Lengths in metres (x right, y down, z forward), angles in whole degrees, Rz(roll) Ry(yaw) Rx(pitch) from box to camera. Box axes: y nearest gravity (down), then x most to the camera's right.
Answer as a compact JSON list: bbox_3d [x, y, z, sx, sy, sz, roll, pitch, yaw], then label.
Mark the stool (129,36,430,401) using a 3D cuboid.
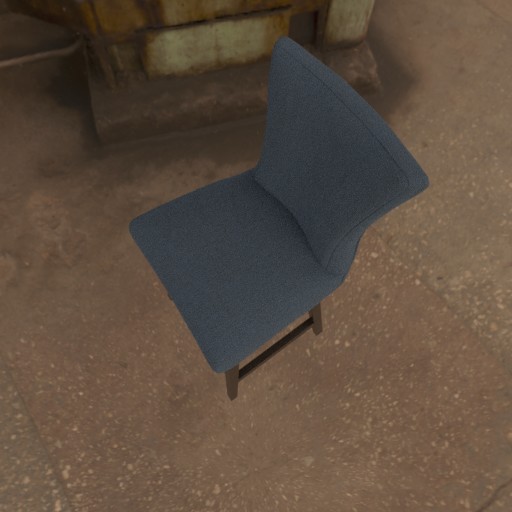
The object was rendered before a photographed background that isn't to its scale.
[{"bbox_3d":[0.000,0.000,1.341,0.574,1.000,0.514,-30,68,-14],"label":"stool"}]
